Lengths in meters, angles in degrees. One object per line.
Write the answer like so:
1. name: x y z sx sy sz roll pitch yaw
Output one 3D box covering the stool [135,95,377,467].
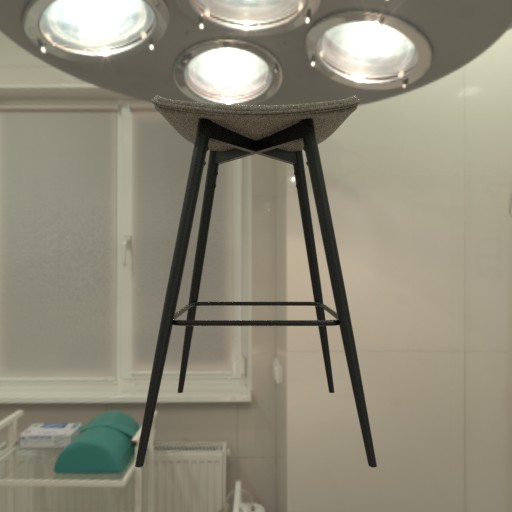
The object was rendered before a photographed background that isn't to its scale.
1. stool: 0.000 0.000 1.093 0.469 0.814 0.480 0 0 0
